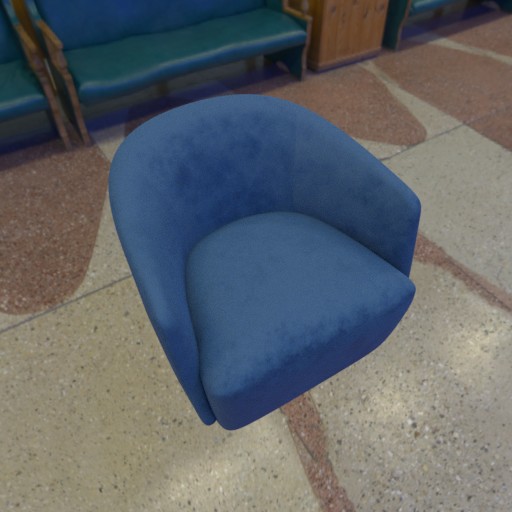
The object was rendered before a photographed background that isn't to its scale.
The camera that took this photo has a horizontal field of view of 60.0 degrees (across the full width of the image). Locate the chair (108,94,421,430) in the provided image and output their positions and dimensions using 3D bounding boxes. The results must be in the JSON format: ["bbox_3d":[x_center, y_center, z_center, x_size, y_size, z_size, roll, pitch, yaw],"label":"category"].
[{"bbox_3d":[0.000,0.000,1.363,0.773,0.698,0.767,-24,51,-21],"label":"chair"}]
